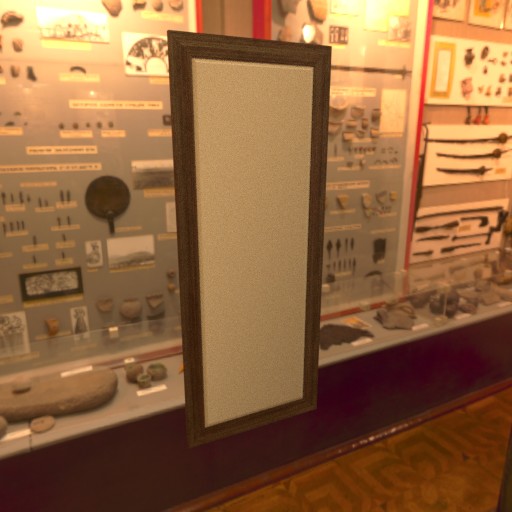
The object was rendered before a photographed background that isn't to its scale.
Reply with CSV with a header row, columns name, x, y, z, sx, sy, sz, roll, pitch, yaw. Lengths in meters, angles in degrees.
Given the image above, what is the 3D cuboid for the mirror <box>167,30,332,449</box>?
name,x,y,z,sx,sy,sz,roll,pitch,yaw
mirror,0.000,0.000,2.274,0.812,2.032,0.025,-8,17,-25
